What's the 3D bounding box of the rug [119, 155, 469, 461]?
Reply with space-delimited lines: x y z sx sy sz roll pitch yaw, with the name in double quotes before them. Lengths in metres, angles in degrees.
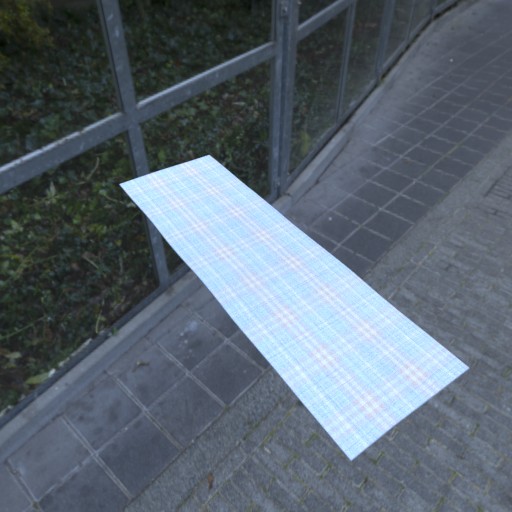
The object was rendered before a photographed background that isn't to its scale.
"rug" 0.000 0.000 2.672 0.762 0.013 2.439 -25 48 -25
